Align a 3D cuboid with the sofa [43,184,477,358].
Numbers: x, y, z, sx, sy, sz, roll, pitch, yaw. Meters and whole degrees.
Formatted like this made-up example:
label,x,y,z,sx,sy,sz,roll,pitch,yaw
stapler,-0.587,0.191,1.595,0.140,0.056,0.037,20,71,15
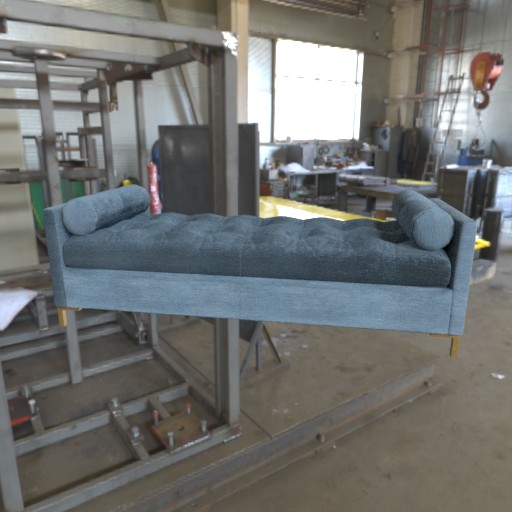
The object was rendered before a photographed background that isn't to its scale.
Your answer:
label,x,y,z,sx,sy,sz,roll,pitch,yaw
sofa,0.000,0.000,2.517,2.102,0.705,0.796,3,16,10
